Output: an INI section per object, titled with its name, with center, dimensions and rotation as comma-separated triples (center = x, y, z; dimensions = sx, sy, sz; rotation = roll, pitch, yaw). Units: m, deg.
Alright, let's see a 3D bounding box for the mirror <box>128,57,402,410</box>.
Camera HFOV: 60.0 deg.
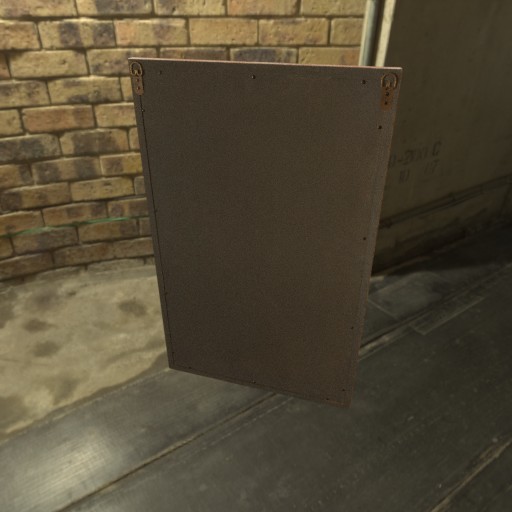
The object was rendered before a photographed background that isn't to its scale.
[mirror]
center = 0.000, 0.000, 0.976
dimensions = 0.495, 0.787, 0.058
rotation = 9, 31, 15
